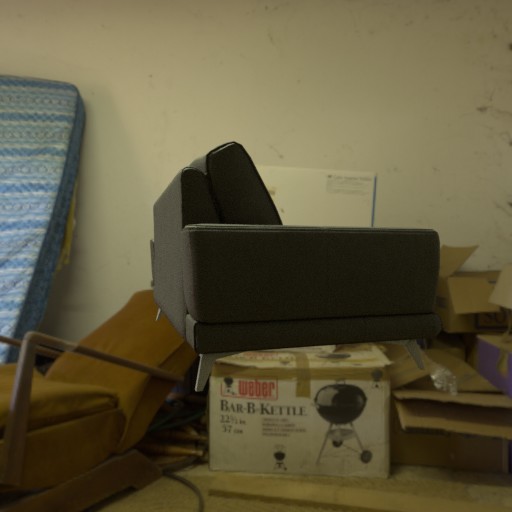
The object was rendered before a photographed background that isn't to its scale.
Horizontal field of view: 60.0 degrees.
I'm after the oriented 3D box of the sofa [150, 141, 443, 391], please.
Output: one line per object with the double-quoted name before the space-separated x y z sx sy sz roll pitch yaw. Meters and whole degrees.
"sofa" 0.000 0.000 2.425 1.018 0.907 1.806 0 1 -17
